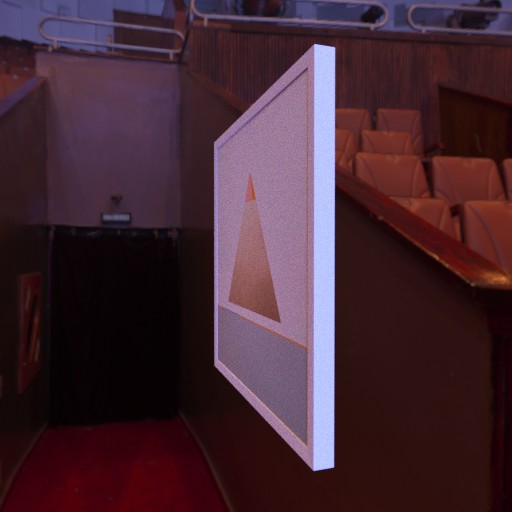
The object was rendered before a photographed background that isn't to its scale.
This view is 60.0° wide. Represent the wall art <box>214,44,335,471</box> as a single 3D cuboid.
[{"bbox_3d":[0.000,0.000,1.163,0.041,0.765,0.768,0,1,-19],"label":"wall art"}]
